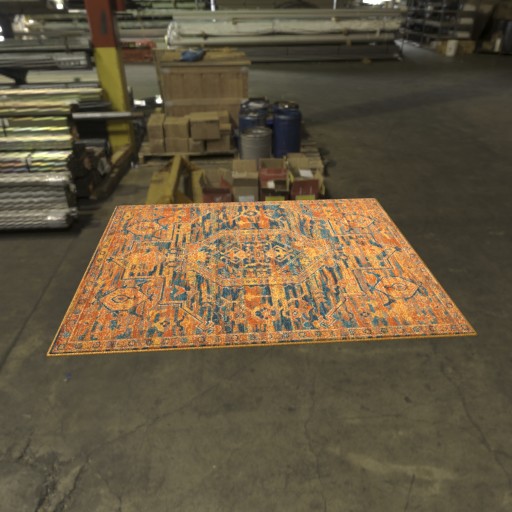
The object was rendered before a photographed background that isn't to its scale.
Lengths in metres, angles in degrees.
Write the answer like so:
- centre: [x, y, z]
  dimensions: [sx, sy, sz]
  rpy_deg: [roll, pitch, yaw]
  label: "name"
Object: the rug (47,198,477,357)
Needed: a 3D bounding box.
- centre: [0.000, 0.000, 4.146]
  dimensions: [3.040, 0.031, 2.435]
  rpy_deg: [-2, 31, -4]
  label: "rug"
